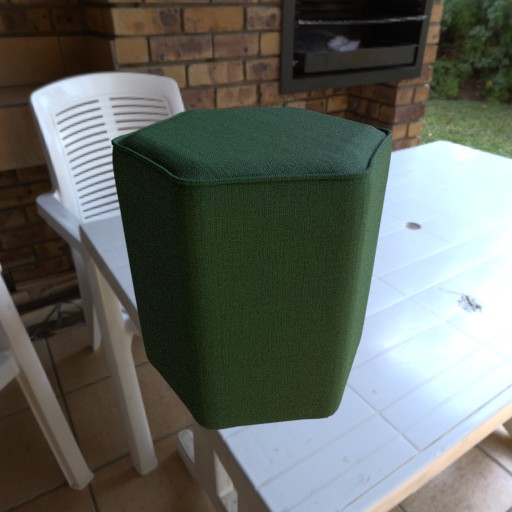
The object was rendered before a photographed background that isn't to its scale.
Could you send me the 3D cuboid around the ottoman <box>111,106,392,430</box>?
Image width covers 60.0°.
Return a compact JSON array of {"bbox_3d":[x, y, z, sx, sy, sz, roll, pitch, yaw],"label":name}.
[{"bbox_3d":[0.000,0.000,0.892,0.444,0.507,0.499,-21,36,-32],"label":"ottoman"}]
